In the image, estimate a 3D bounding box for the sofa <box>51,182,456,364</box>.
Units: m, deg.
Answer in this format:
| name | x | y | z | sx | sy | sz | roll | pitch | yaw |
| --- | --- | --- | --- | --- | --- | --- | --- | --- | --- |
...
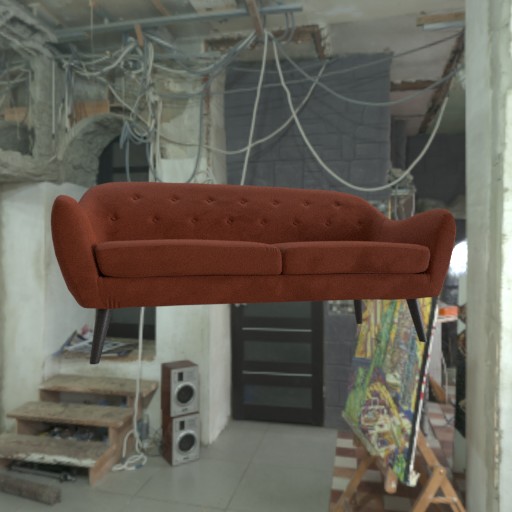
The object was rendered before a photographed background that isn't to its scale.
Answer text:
| name | x | y | z | sx | sy | sz | roll | pitch | yaw |
| --- | --- | --- | --- | --- | --- | --- | --- | --- | --- |
| sofa | 0.000 | 0.000 | 2.264 | 1.840 | 0.836 | 0.820 | 0 | 0 | -17 |
